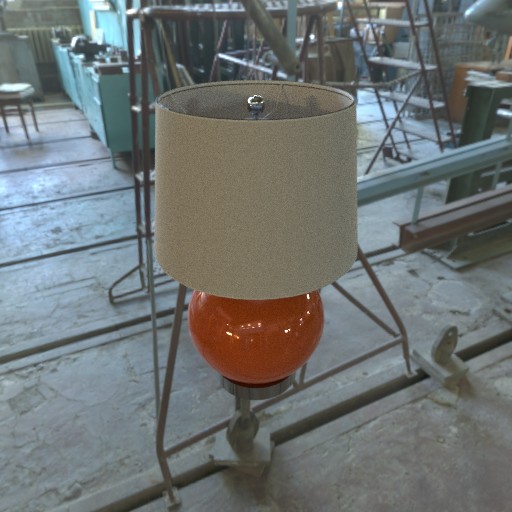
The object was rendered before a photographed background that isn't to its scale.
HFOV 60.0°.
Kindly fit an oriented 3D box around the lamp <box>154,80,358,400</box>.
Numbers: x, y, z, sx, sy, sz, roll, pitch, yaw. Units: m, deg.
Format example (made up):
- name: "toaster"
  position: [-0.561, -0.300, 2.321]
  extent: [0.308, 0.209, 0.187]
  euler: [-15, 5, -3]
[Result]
- name: "lamp"
  position: [0.000, 0.000, 0.559]
  extent: [0.247, 0.387, 0.247]
  euler: [0, 30, 0]
